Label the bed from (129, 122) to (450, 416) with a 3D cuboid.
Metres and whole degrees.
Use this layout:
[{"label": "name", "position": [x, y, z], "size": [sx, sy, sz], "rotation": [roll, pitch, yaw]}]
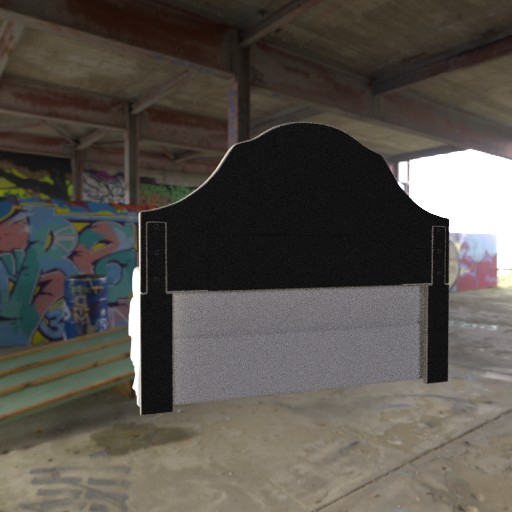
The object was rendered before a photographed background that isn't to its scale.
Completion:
[{"label": "bed", "position": [0.000, 0.000, 3.648], "size": [2.008, 1.615, 2.214], "rotation": [0, 1, -17]}]
